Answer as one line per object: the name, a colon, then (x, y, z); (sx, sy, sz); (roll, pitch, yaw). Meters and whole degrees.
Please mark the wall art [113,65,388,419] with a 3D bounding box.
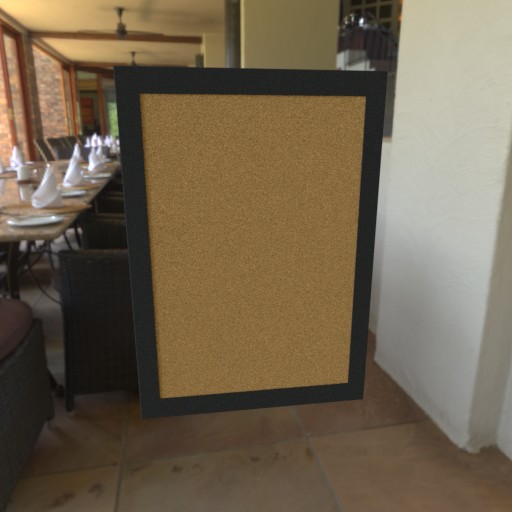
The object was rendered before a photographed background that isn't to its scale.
wall art: (0.000, 0.000, 0.675); (0.374, 0.529, 0.012); (-2, 16, -8)
